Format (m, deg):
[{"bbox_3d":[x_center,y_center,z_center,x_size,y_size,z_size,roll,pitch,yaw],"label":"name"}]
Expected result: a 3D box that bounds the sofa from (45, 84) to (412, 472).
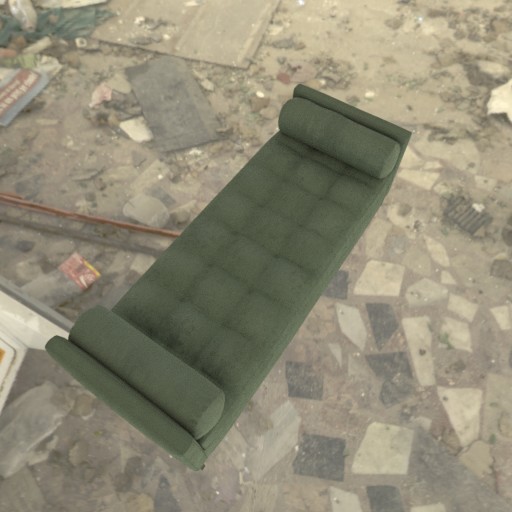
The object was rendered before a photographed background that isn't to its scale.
[{"bbox_3d":[0.000,0.000,2.488,0.817,0.681,2.130,30,63,17],"label":"sofa"}]
